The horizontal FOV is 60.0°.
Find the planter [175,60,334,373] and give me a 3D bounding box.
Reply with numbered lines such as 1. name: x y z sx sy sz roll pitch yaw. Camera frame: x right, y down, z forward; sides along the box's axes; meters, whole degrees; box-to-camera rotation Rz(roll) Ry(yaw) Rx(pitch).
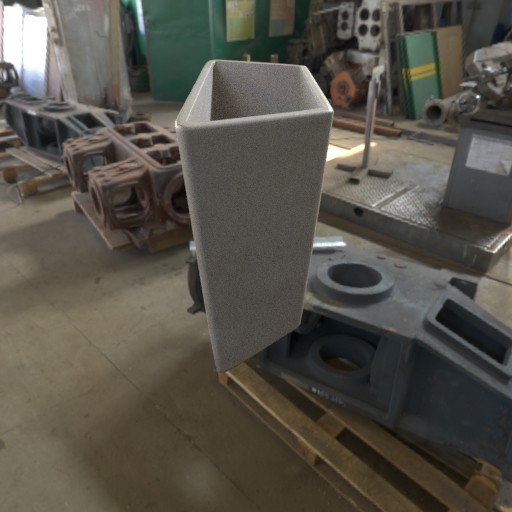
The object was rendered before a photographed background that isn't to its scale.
1. planter: 0.000 0.000 0.267 0.060 0.197 0.150 0 32 0
